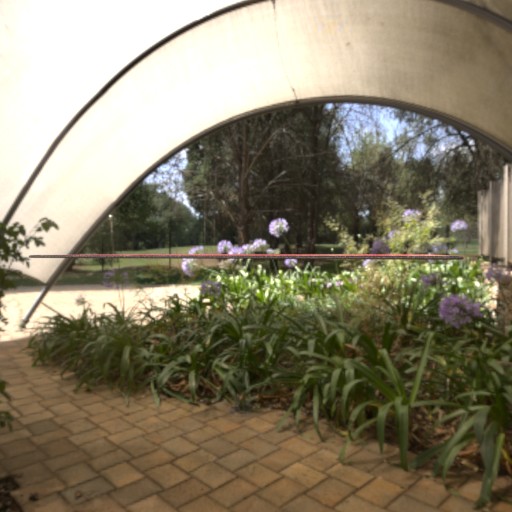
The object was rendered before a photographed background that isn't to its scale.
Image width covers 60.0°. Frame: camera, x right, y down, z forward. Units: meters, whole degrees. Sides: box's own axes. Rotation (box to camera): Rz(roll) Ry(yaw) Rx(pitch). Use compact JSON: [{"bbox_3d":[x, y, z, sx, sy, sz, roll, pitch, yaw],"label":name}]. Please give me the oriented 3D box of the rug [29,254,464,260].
[{"bbox_3d":[0.000,0.000,3.084,2.449,0.018,1.539,0,0,17],"label":"rug"}]
